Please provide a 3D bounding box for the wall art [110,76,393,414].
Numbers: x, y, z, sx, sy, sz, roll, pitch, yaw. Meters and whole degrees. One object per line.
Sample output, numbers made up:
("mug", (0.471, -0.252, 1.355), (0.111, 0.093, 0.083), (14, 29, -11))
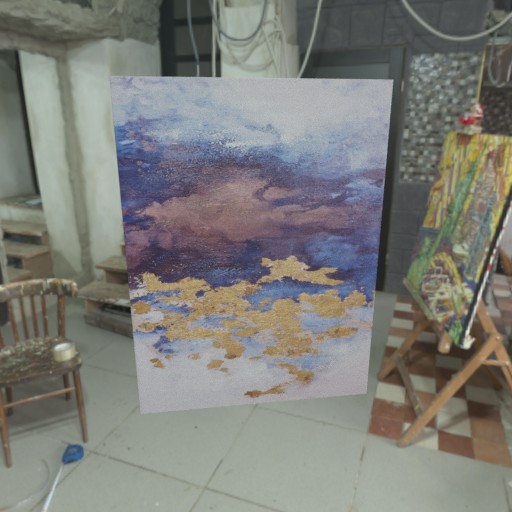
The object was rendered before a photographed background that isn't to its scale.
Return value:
("wall art", (0.000, 0.000, 0.779), (0.437, 0.581, 0.036), (-3, 17, -8))
